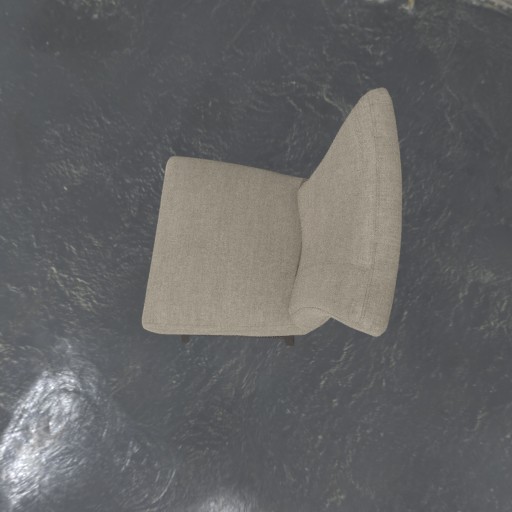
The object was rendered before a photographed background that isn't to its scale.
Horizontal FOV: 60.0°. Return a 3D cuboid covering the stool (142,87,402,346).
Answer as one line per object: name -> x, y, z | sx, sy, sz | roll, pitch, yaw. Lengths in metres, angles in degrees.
stool -> 0.000, 0.000, 1.321 | 0.574, 1.000, 0.514 | 5, 75, 1
